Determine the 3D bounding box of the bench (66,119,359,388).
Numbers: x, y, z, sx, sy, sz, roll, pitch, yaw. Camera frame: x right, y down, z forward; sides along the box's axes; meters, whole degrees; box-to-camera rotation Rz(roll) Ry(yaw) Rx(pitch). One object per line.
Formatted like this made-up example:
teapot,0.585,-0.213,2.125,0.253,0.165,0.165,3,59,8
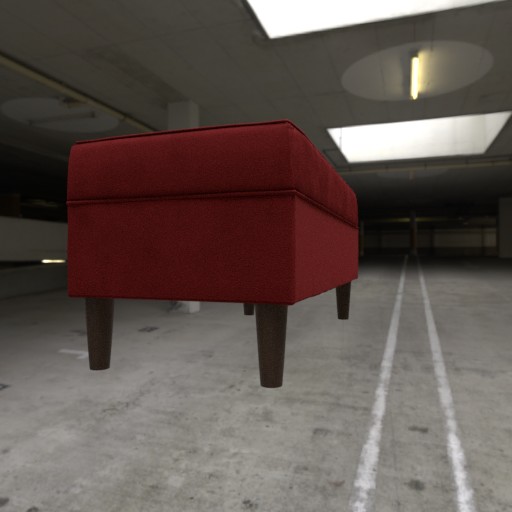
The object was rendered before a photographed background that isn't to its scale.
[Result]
bench,0.000,0.000,1.297,0.492,0.471,1.016,0,0,19
